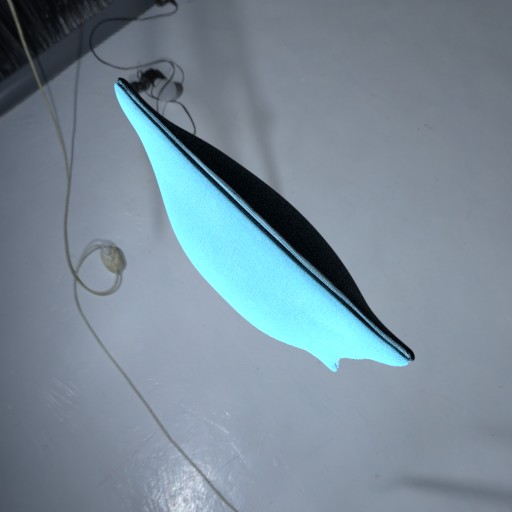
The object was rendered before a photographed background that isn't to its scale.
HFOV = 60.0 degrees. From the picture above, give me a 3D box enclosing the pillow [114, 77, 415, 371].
[{"bbox_3d":[0.000,0.000,0.648,0.151,0.415,0.433,-44,79,-10],"label":"pillow"}]
